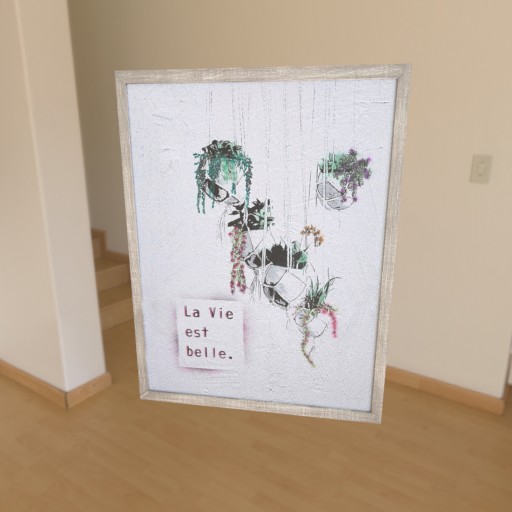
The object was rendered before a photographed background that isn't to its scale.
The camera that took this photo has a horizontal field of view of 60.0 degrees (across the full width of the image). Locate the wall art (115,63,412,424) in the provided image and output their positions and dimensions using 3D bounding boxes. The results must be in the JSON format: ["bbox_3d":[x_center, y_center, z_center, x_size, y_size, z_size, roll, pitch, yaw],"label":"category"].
[{"bbox_3d":[0.000,0.000,1.298,0.781,1.022,0.035,3,16,9],"label":"wall art"}]
